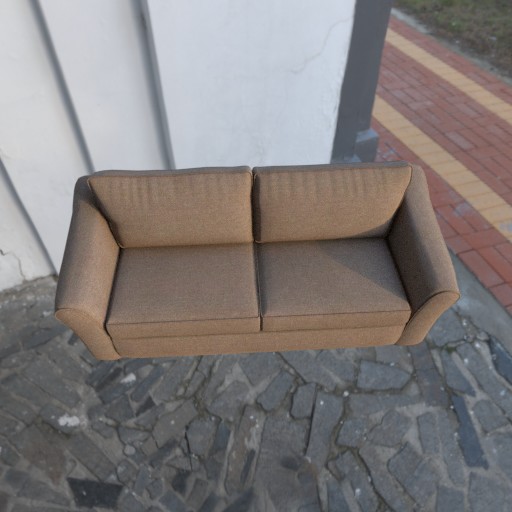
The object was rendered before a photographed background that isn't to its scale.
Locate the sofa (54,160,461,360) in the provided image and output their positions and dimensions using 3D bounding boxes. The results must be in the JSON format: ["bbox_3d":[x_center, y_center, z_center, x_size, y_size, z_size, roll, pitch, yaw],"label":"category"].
[{"bbox_3d":[0.000,0.000,2.783,2.270,0.906,0.986,-2,48,-2],"label":"sofa"}]
